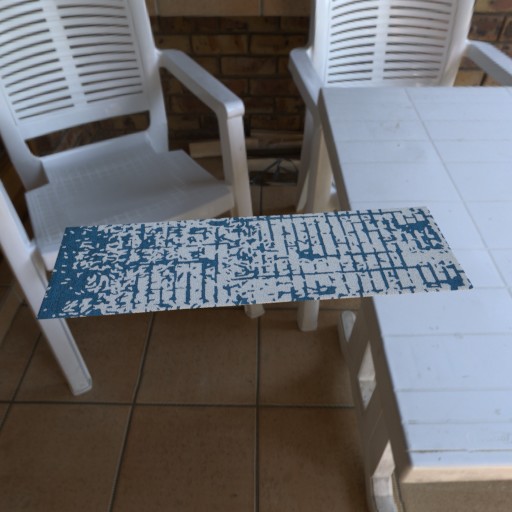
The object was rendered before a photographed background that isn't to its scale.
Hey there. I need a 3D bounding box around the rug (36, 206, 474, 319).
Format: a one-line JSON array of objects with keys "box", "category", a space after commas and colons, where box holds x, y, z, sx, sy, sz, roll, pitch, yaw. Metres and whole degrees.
[{"box": [0.000, 0.000, 2.718, 2.435, 0.011, 0.750, -4, 45, -4], "category": "rug"}]
